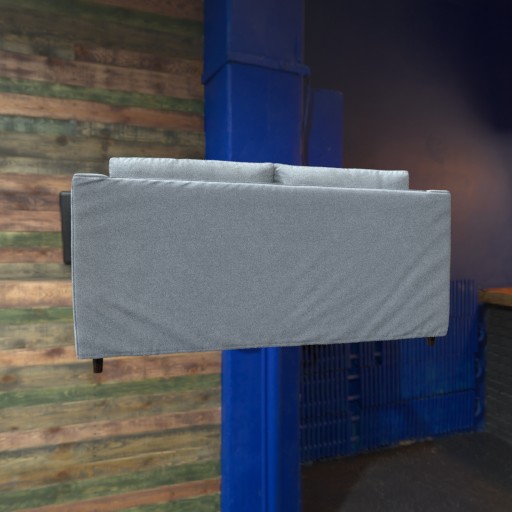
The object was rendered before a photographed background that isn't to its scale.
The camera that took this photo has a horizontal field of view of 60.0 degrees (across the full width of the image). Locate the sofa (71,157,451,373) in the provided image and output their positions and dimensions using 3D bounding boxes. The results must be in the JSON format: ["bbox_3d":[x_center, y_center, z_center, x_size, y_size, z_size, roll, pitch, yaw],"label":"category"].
[{"bbox_3d":[0.000,0.000,2.694,2.010,1.018,1.072,0,1,-18],"label":"sofa"}]
